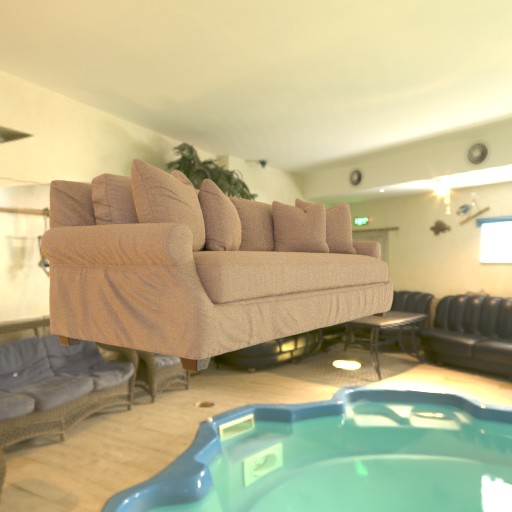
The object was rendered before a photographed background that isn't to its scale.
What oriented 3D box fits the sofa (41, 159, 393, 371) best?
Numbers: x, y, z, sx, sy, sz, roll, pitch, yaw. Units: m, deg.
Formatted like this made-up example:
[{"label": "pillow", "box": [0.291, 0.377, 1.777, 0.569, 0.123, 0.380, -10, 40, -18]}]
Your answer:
[{"label": "sofa", "box": [0.000, 0.000, 2.810, 1.067, 0.904, 2.285, 0, -1, 36]}]
